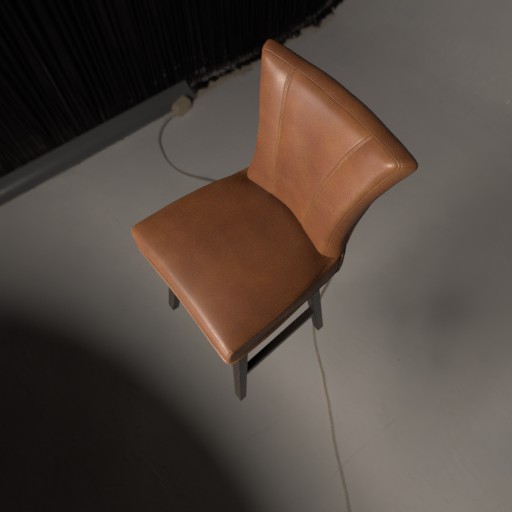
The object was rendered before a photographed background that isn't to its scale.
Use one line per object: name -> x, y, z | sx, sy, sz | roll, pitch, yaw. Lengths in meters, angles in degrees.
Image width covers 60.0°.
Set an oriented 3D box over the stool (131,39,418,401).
stool -> 0.000, 0.000, 1.450 | 0.585, 1.094, 0.522 | -35, 69, -16
